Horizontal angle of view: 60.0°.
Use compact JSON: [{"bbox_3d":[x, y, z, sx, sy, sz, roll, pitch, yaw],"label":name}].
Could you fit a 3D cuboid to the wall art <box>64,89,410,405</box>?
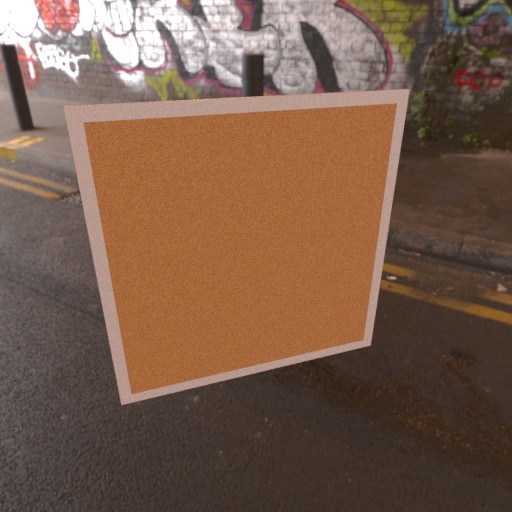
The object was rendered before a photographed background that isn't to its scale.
[{"bbox_3d":[0.000,0.000,1.191,0.812,0.813,0.013,-9,29,-17],"label":"wall art"}]
